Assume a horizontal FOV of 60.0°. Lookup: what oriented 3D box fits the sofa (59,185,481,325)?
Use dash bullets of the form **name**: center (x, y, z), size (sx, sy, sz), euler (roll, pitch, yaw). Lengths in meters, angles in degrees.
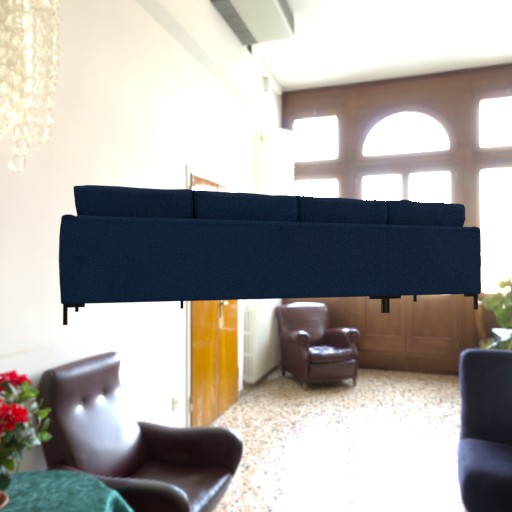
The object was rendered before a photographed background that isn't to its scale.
- **sofa**: center (0.000, 0.000, 3.226), size (2.486, 0.687, 1.707), euler (0, -1, -17)
